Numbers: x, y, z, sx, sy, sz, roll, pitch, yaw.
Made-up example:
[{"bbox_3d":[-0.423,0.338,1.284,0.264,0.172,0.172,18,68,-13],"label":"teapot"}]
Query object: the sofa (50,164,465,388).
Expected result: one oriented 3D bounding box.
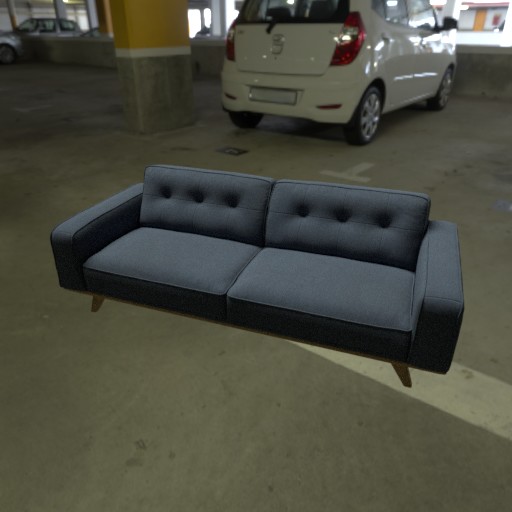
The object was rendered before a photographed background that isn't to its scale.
[{"bbox_3d":[0.000,0.000,2.700,2.270,0.782,0.953,10,29,18],"label":"sofa"}]
